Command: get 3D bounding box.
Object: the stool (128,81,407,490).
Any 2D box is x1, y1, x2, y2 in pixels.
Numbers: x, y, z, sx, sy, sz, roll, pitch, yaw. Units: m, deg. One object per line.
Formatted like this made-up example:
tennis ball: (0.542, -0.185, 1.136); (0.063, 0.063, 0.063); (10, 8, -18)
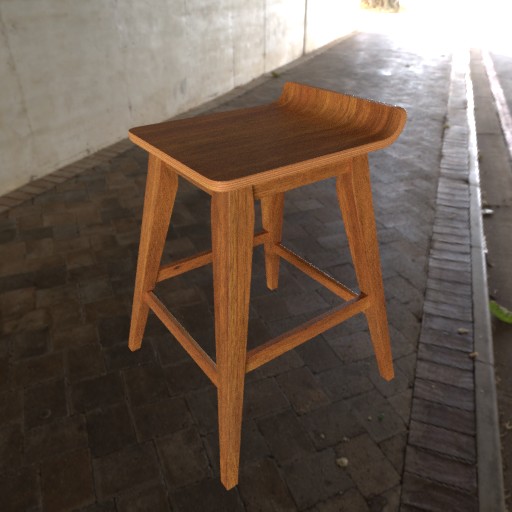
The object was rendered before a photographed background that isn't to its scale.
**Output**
stool: (0.000, 0.000, 0.995); (0.500, 0.650, 0.500); (-21, 37, -30)
